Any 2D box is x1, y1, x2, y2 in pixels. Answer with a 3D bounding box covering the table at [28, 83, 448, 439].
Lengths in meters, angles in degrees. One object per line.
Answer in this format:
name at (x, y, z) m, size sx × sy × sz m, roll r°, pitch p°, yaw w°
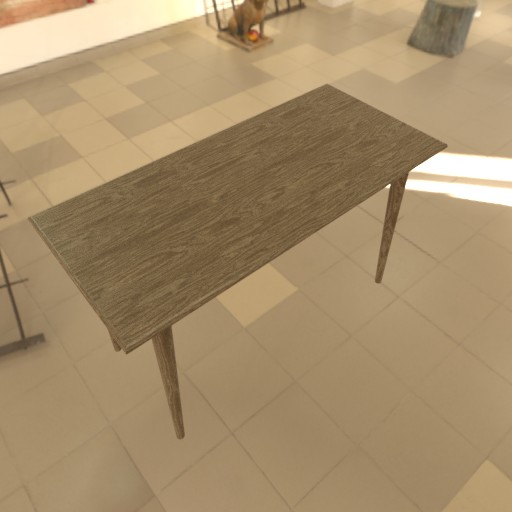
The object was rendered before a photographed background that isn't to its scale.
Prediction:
table at (0.000, 0.000, 1.749) m, size 1.300 × 0.780 × 0.599 m, roll -32°, pitch 55°, yaw -26°
